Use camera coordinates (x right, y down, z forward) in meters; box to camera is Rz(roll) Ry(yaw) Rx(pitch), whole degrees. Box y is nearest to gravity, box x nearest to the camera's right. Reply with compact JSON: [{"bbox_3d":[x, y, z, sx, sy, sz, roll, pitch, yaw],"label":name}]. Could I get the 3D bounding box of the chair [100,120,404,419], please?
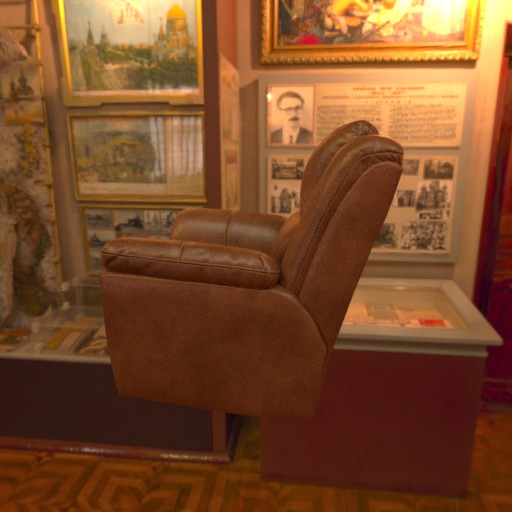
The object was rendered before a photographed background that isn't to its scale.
[{"bbox_3d":[0.000,0.000,1.918,1.041,1.093,0.990,2,14,8],"label":"chair"}]
